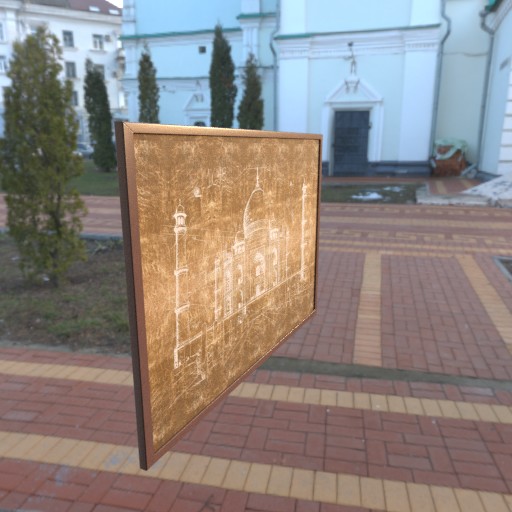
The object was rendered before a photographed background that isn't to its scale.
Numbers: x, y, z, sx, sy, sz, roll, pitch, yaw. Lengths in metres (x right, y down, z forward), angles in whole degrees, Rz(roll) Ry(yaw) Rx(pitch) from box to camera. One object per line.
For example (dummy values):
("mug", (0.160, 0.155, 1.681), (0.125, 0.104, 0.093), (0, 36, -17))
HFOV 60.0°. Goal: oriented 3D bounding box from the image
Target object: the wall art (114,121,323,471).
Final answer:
("wall art", (0.000, 0.000, 0.832), (0.014, 0.455, 0.660), (7, 16, 27))
